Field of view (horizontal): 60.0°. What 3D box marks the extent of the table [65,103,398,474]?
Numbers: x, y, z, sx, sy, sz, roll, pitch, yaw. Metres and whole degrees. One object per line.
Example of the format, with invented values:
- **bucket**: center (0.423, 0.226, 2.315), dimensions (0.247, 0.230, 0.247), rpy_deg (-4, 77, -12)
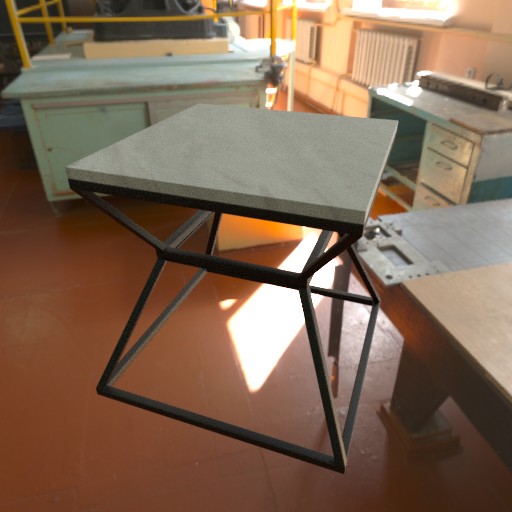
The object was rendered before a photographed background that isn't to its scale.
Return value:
- **table**: center (0.000, 0.000, 0.816), dimensions (0.455, 0.431, 0.455), rpy_deg (11, 33, 17)
